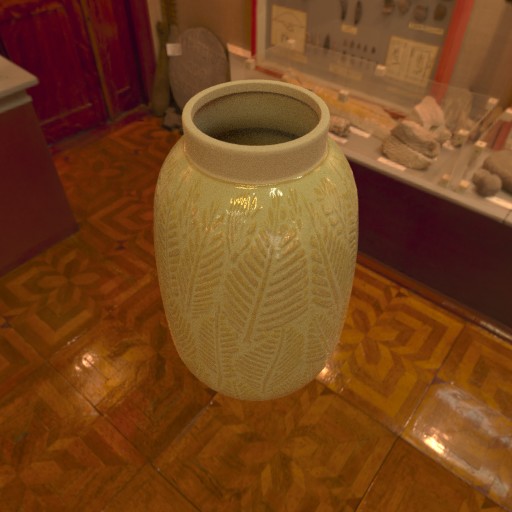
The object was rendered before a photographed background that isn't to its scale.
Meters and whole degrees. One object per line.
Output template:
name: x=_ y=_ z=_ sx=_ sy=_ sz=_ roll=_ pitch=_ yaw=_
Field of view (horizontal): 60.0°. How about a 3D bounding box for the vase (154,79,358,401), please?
vase: x=0.000 y=0.000 z=0.385 sx=0.172 sy=0.270 sz=0.172 roll=0 pitch=45 yaw=0
